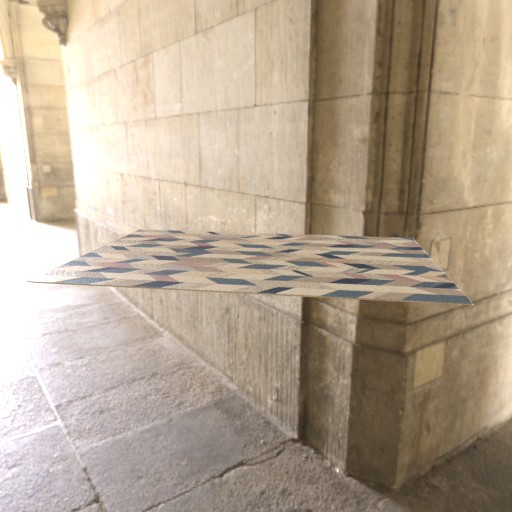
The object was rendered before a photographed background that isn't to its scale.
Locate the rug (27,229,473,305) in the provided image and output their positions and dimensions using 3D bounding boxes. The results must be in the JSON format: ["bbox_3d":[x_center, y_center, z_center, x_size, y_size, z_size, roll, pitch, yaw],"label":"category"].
[{"bbox_3d":[0.000,0.000,2.341,1.813,0.006,1.202,2,14,9],"label":"rug"}]
